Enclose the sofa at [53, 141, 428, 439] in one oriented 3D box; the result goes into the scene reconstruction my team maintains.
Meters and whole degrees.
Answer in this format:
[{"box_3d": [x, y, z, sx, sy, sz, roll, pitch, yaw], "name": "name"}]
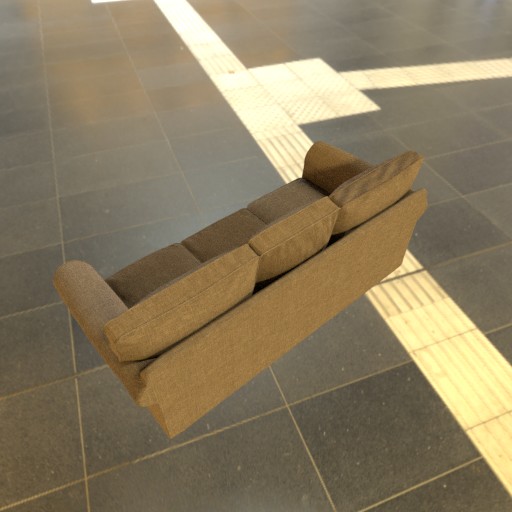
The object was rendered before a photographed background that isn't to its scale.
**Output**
[{"box_3d": [0.000, 0.000, 2.655, 2.084, 0.961, 0.916, -31, 53, -27], "name": "sofa"}]
